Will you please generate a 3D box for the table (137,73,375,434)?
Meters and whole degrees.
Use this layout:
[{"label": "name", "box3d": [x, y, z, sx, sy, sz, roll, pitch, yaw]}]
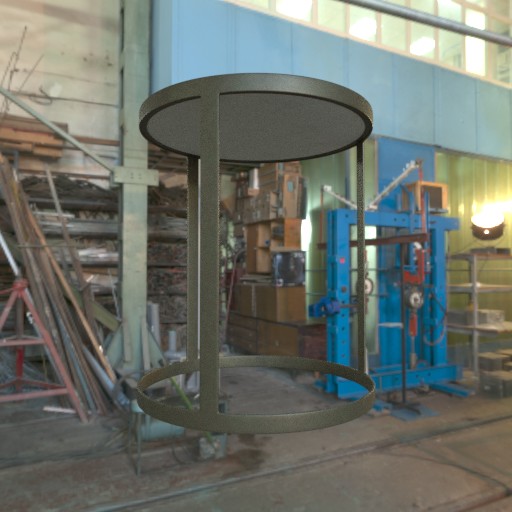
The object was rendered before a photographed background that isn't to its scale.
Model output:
[{"label": "table", "box3d": [0.000, 0.000, 0.932, 0.480, 0.565, 0.480, 0, -2, 0]}]
